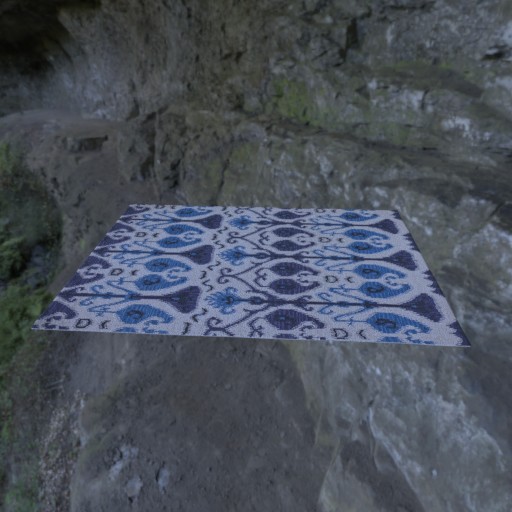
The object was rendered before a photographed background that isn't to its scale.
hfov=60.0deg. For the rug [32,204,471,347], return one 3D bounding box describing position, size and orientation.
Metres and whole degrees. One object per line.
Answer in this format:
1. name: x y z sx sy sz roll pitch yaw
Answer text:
1. rug: 0.000 0.000 4.288 3.228 0.024 2.443 2 29 3
